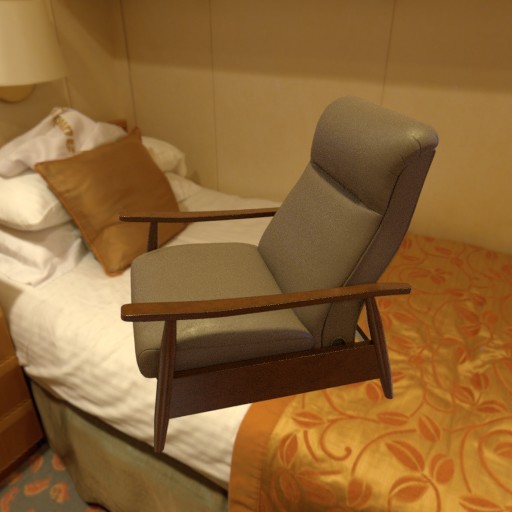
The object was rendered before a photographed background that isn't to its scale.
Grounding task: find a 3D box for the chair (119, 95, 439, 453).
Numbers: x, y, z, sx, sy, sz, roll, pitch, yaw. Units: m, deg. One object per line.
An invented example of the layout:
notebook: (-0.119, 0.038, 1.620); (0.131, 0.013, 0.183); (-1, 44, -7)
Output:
chair: (0.000, 0.000, 1.740); (1.014, 1.082, 0.762); (-8, 31, -13)
